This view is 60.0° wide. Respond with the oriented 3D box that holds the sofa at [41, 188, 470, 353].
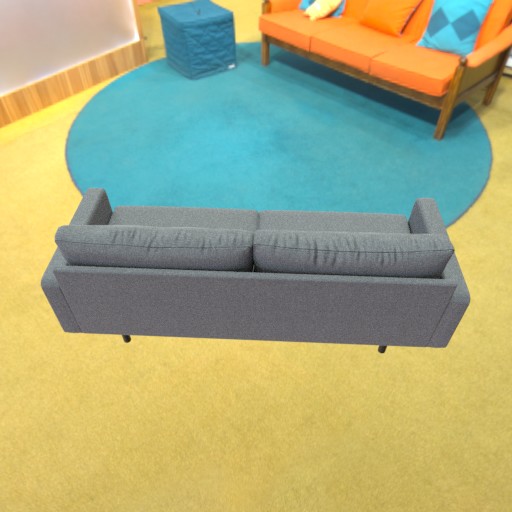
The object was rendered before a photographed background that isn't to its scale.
[{"bbox_3d":[0.000,0.000,2.673,2.200,0.880,0.880,2,46,2],"label":"sofa"}]
